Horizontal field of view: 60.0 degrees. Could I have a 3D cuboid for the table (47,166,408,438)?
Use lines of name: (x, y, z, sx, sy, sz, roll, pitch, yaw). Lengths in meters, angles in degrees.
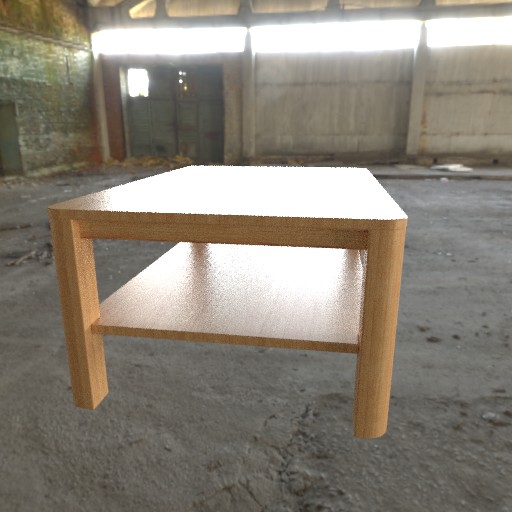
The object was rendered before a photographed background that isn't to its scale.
table: (0.000, 0.000, 1.339, 0.696, 0.445, 0.997, 3, 16, 9)
